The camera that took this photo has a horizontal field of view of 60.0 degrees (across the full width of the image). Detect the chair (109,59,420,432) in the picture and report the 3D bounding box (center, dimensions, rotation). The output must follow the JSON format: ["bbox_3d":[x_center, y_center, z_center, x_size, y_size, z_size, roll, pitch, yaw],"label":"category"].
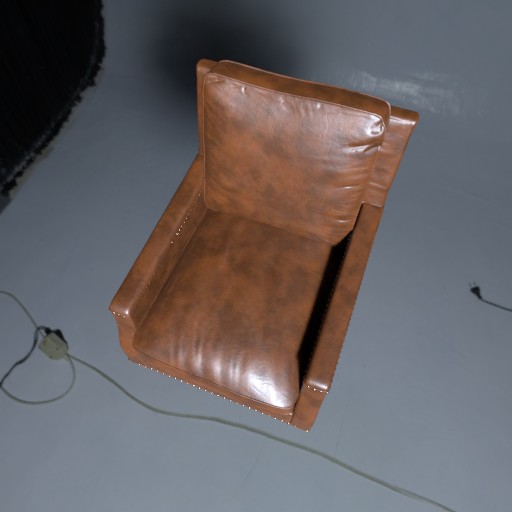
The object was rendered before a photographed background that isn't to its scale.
[{"bbox_3d":[0.000,0.000,1.783,0.854,1.054,1.035,18,61,10],"label":"chair"}]
